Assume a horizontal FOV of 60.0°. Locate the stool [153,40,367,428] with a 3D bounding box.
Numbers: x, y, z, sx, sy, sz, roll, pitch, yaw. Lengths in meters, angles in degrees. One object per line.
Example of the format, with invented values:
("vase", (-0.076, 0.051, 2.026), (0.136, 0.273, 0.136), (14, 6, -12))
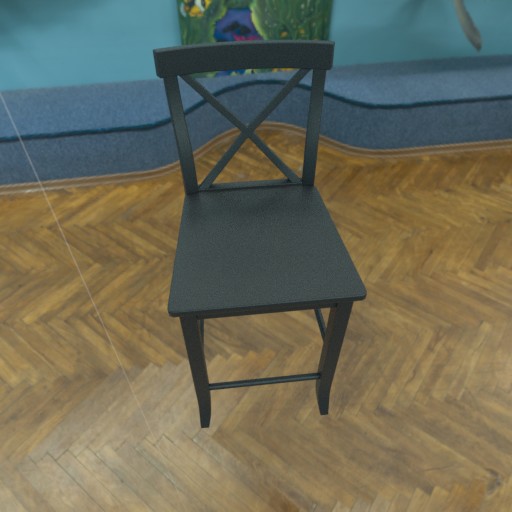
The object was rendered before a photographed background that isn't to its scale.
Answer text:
("stool", (0.000, 0.000, 1.272), (0.452, 0.989, 0.559), (-5, 47, -4))
